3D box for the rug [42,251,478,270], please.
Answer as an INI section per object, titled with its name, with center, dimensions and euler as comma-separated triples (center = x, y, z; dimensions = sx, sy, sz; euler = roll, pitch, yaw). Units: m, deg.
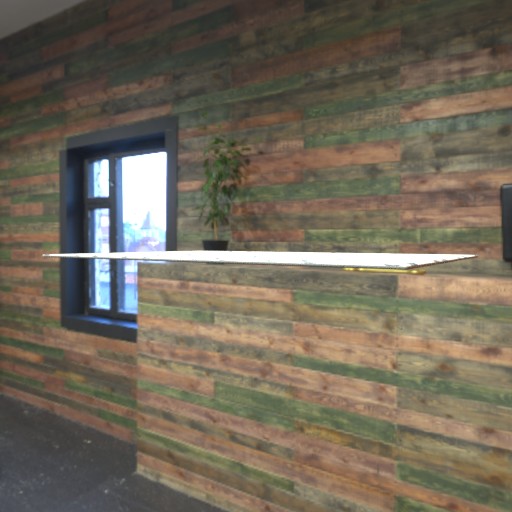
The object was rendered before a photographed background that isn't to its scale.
[rug]
center = 0.000, 0.000, 2.850
dimensions = 2.365, 0.017, 1.521
euler = 1, 2, 35
